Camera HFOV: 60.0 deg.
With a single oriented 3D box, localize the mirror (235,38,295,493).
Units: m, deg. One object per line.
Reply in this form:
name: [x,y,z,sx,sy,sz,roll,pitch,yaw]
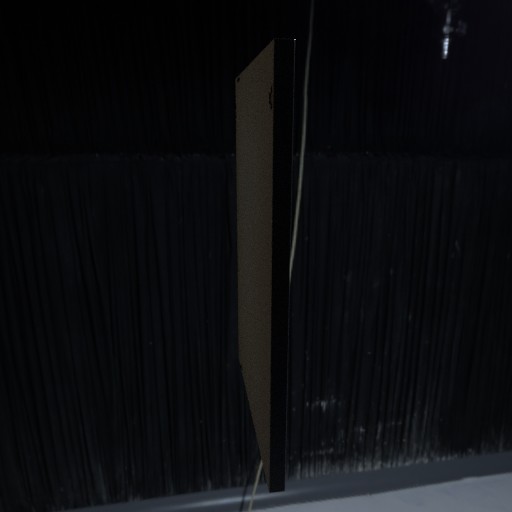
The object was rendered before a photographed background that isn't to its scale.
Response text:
mirror: [0.000,0.000,1.144,0.040,0.915,0.609,-2,16,-8]
